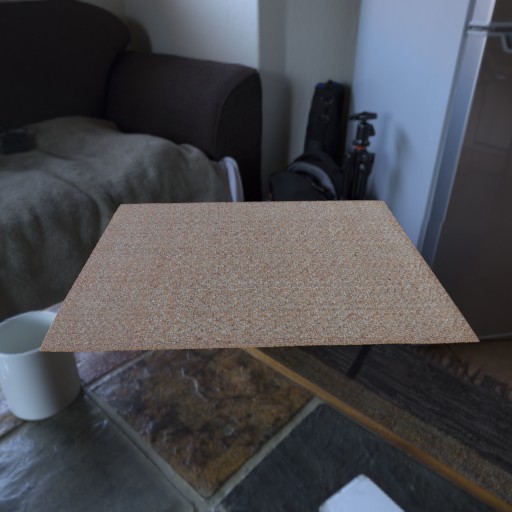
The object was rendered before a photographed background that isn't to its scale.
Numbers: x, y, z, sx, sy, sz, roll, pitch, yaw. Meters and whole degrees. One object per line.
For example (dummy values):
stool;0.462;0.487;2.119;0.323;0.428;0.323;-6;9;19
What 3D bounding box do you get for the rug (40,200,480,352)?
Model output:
rug;0.000;0.000;4.067;3.048;0.013;2.439;-1;31;-2
